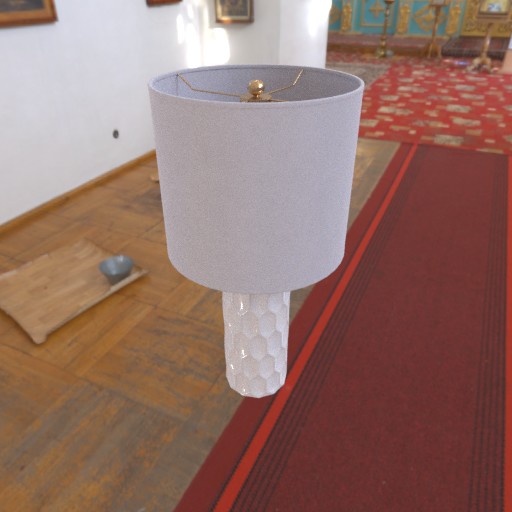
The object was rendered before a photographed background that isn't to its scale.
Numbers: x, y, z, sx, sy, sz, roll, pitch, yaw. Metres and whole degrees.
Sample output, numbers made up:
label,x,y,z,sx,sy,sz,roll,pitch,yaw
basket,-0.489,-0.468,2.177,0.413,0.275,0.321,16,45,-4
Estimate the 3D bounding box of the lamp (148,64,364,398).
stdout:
label,x,y,z,sx,sy,sz,roll,pitch,yaw
lamp,0.000,0.000,0.715,0.277,0.537,0.277,-10,33,-16
